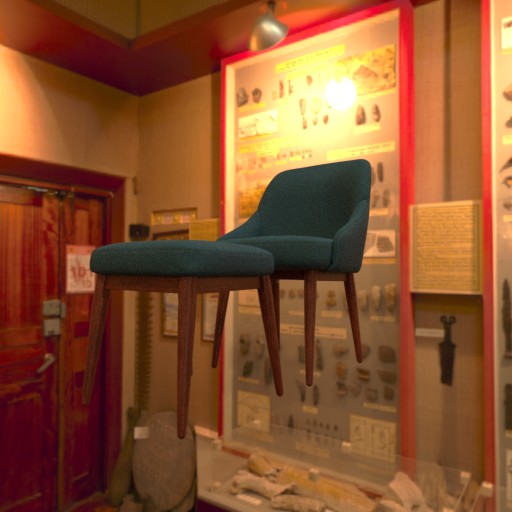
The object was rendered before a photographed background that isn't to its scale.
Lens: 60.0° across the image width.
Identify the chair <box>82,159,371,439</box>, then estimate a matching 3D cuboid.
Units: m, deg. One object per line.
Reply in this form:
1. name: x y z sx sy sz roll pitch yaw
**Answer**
1. chair: 0.000 0.000 1.589 0.584 0.866 1.114 -1 -1 37
